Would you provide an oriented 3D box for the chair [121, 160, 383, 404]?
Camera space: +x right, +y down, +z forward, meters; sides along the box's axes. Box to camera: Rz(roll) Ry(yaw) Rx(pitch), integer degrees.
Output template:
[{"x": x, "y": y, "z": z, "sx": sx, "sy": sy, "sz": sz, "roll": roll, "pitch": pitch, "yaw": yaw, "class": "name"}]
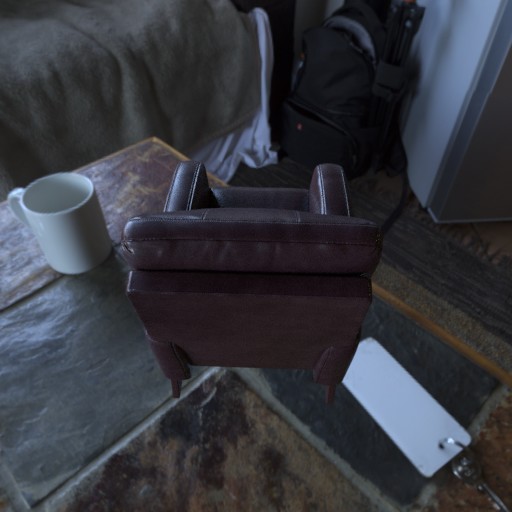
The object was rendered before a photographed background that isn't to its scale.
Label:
[{"x": 0.000, "y": 0.000, "z": 1.676, "sx": 0.762, "sy": 0.990, "sz": 0.990, "roll": 2, "pitch": 47, "yaw": 1, "class": "chair"}]
